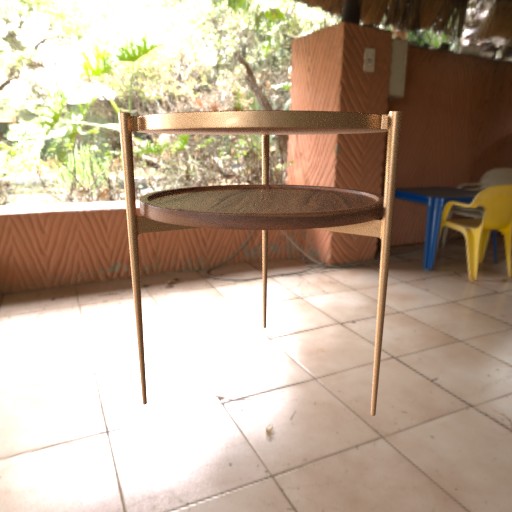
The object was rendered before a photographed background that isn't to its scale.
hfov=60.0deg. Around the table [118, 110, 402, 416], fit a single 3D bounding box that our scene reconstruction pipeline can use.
[{"bbox_3d":[0.000,0.000,0.818,0.456,0.493,0.430,-7,16,-25],"label":"table"}]
